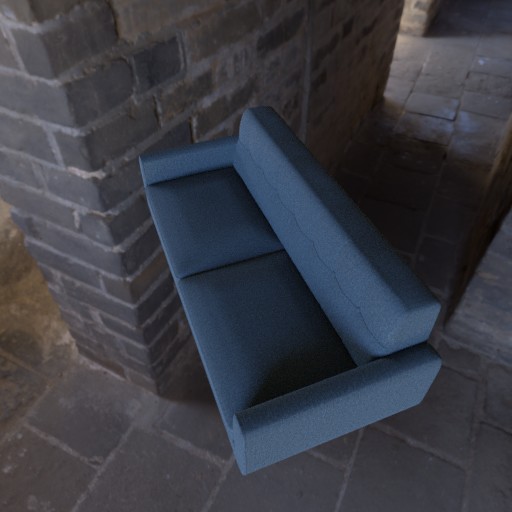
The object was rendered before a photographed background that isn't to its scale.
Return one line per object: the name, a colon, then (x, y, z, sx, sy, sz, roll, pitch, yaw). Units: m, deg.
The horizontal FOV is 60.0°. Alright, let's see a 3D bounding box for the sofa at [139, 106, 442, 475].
sofa: (0.000, 0.000, 2.546, 0.942, 0.884, 2.055, -16, 48, -15)
